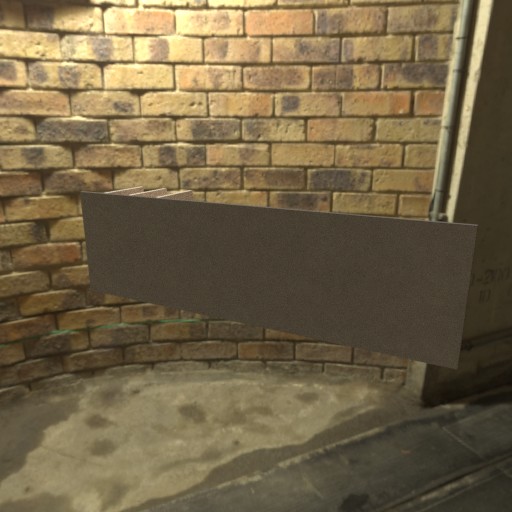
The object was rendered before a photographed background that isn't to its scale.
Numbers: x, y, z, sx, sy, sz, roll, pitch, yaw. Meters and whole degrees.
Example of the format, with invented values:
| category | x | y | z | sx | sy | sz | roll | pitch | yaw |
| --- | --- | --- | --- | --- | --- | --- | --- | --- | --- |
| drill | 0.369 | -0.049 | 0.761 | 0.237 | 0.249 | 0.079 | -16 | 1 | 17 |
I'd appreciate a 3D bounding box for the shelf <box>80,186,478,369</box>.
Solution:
| category | x | y | z | sx | sy | sz | roll | pitch | yaw |
| --- | --- | --- | --- | --- | --- | --- | --- | --- | --- |
| shelf | 0.000 | 0.000 | 1.167 | 1.020 | 0.300 | 0.200 | 8 | 18 | 25 |
